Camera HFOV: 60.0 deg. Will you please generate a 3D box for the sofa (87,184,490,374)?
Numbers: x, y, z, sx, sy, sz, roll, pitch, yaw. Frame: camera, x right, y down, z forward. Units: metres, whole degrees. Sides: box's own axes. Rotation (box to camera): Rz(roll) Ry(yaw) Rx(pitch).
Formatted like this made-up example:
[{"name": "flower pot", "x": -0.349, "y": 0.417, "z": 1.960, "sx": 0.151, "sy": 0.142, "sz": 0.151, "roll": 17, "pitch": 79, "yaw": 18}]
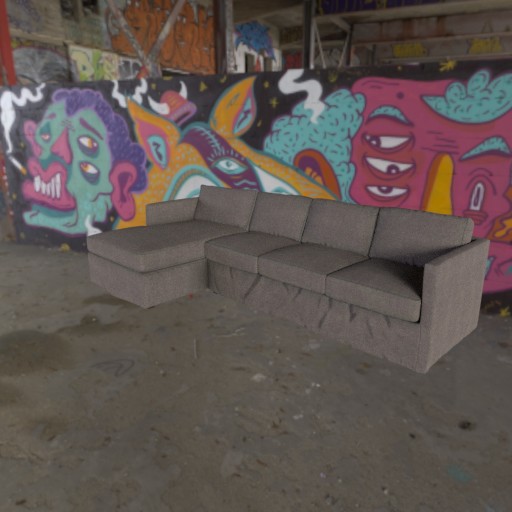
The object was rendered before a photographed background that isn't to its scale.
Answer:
[{"name": "sofa", "x": 0.000, "y": 0.000, "z": 3.813, "sx": 3.205, "sy": 0.922, "sz": 1.650, "roll": 15, "pitch": 22, "yaw": 43}]
